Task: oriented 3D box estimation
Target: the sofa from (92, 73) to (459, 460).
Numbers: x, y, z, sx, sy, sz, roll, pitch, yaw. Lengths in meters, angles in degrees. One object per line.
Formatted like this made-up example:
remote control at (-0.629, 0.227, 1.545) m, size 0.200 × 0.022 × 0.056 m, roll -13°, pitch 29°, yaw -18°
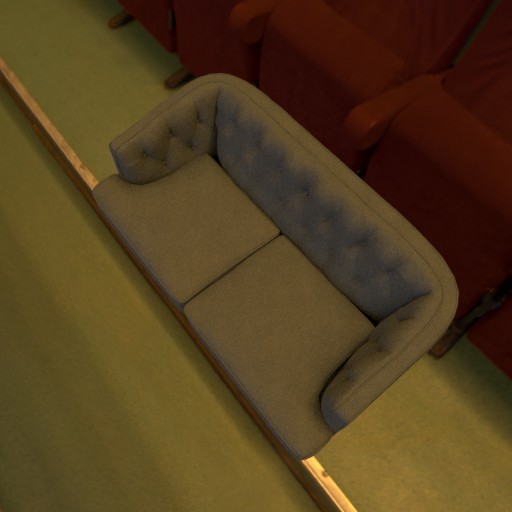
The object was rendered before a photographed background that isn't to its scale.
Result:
sofa at (0.000, 0.000, 2.235) m, size 0.941 × 0.855 × 1.733 m, roll -36°, pitch 69°, yaw -16°
